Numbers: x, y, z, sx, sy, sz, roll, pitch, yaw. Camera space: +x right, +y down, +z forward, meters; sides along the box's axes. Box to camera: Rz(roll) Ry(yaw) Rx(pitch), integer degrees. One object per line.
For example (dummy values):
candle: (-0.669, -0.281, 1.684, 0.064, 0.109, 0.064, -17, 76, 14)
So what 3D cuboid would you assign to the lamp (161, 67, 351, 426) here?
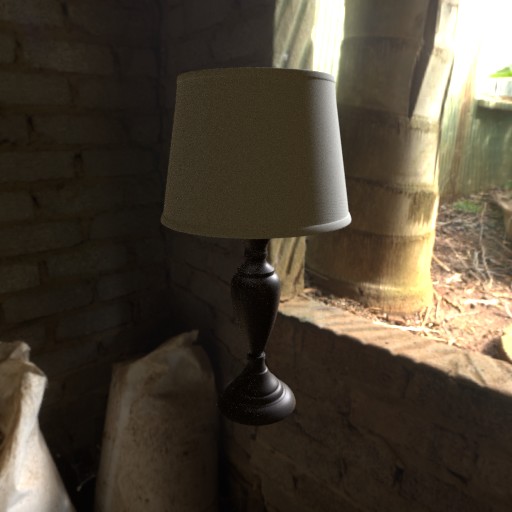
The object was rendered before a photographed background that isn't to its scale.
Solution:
lamp: (0.000, 0.000, 0.815, 0.335, 0.611, 0.335, 0, 16, 0)
